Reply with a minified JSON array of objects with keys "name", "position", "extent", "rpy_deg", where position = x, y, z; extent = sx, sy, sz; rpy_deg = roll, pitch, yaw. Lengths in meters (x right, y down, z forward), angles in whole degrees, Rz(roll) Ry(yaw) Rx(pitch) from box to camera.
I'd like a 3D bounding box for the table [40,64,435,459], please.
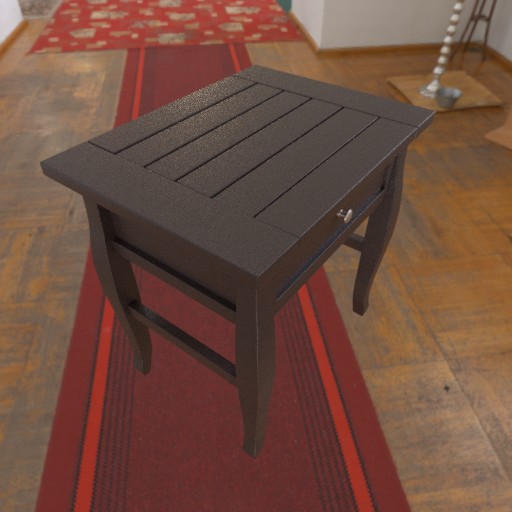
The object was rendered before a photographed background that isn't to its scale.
[{"name":"table","position":[0.000,0.000,1.020],"extent":[0.460,0.605,0.602],"rpy_deg":[27,48,27]}]
